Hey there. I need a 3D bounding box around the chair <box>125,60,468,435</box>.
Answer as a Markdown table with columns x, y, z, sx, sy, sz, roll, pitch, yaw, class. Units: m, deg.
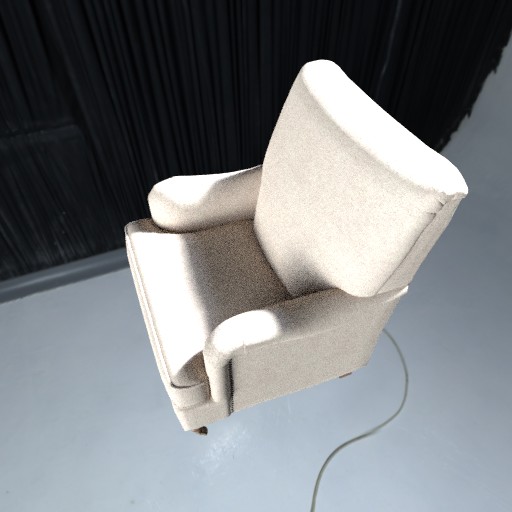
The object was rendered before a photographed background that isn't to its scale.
| x | y | z | sx | sy | sz | roll | pitch | yaw | class |
| --- | --- | --- | --- | --- | --- | --- | --- | --- | --- |
| 0.000 | 0.000 | 1.749 | 0.953 | 1.119 | 0.879 | -16 | 50 | -14 | chair |
